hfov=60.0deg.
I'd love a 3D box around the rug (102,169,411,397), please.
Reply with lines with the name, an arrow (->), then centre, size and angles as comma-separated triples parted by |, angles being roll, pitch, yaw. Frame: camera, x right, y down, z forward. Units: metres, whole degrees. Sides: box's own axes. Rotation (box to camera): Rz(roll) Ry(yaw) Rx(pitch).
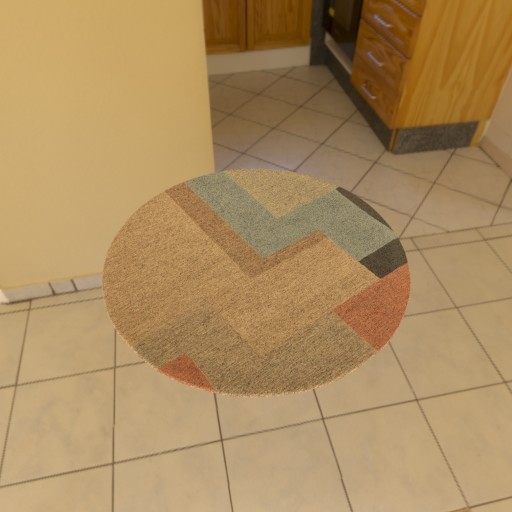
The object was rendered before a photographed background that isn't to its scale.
rug -> 0.000, 0.000, 3.634 | 2.461, 0.033, 2.461 | 0, 46, 0
